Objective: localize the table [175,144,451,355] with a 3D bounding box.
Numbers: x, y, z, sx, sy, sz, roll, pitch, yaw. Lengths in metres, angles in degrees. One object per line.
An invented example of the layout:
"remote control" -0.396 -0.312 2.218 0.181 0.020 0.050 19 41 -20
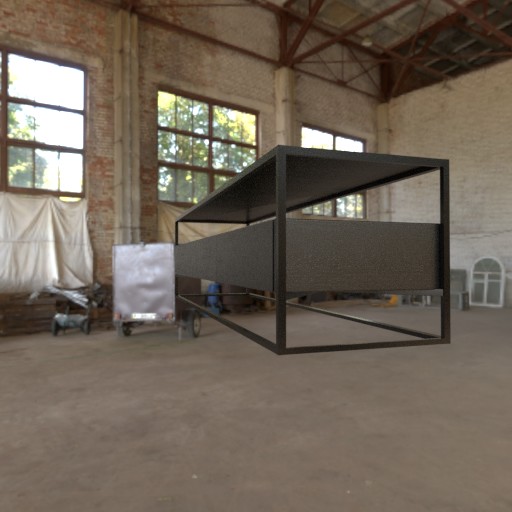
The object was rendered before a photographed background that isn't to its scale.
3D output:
"table" 0.000 0.000 1.598 0.399 0.395 1.486 0 -1 -18
